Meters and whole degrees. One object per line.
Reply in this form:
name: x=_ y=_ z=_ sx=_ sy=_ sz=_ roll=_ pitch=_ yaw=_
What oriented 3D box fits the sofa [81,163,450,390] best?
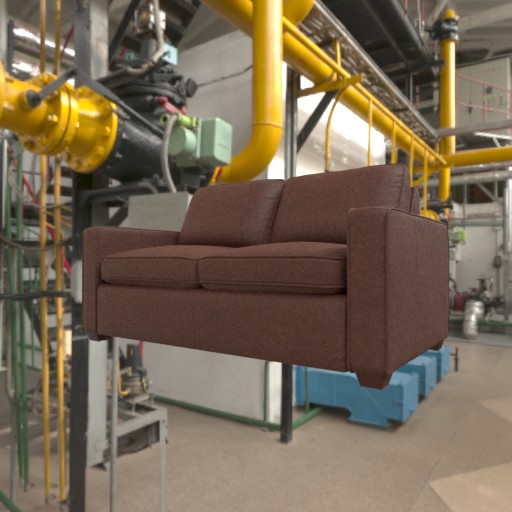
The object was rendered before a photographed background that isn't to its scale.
sofa: x=0.000 y=0.000 z=2.293 sx=1.709 sy=0.918 sz=0.947 roll=0 pitch=-1 yaw=35
